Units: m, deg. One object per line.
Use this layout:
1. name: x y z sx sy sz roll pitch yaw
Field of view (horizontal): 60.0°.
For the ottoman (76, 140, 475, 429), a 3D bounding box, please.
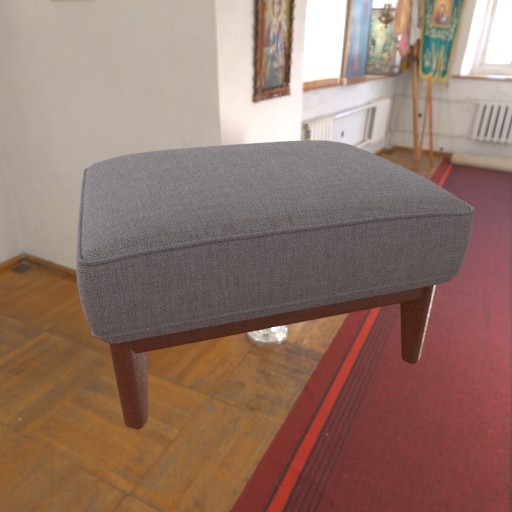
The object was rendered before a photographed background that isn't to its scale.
1. ottoman: 0.000 0.000 1.058 0.750 0.458 0.555 -8 28 -16
